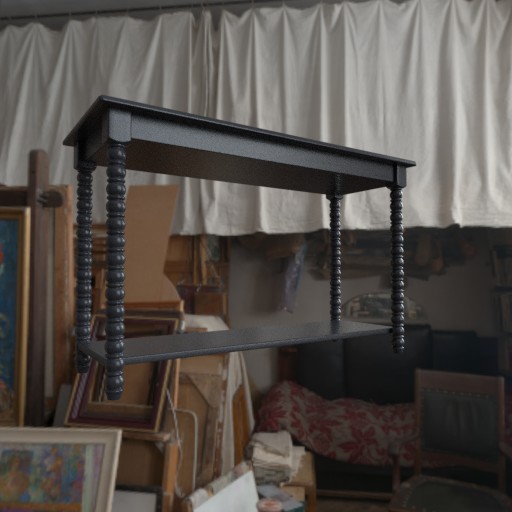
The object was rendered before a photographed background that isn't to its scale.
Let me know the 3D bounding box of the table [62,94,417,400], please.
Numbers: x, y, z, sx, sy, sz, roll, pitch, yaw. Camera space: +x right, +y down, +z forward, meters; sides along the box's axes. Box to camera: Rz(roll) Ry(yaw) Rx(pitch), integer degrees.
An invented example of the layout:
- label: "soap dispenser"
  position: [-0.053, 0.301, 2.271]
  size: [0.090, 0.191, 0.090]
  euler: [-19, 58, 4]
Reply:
- label: "table"
  position: [0.000, 0.000, 1.542]
  size: [1.184, 0.735, 0.459]
  euler: [1, -2, -34]
